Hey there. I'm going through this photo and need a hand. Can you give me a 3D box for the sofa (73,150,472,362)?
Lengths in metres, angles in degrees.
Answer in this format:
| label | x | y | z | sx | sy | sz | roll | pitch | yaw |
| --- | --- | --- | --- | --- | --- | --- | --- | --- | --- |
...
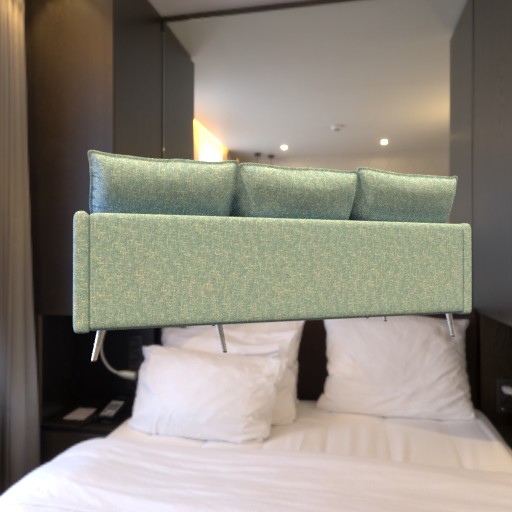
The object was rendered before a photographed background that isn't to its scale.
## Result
| label | x | y | z | sx | sy | sz | roll | pitch | yaw |
| --- | --- | --- | --- | --- | --- | --- | --- | --- | --- |
| sofa | 0.000 | 0.000 | 2.777 | 2.034 | 0.899 | 1.420 | 0 | 0 | -19 |
